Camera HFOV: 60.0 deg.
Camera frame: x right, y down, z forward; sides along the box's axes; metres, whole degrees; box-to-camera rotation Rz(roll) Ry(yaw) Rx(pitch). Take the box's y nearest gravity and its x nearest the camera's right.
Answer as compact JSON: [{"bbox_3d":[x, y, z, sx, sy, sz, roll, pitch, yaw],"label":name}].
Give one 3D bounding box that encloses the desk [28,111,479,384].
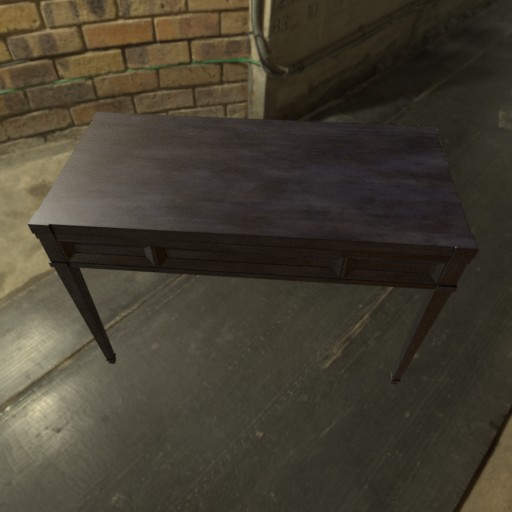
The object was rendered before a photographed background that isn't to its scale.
[{"bbox_3d":[0.000,0.000,1.788,1.289,0.861,0.630,3,48,3],"label":"desk"}]
